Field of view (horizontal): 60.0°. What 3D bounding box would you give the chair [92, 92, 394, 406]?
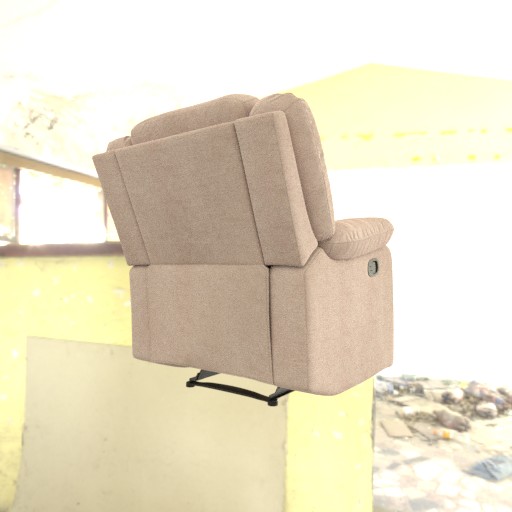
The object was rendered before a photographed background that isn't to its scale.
[{"bbox_3d":[0.000,0.000,1.741,0.899,1.008,0.944,-1,-1,36],"label":"chair"}]
